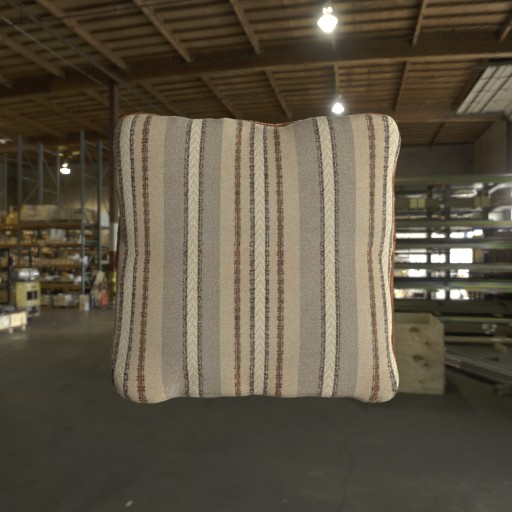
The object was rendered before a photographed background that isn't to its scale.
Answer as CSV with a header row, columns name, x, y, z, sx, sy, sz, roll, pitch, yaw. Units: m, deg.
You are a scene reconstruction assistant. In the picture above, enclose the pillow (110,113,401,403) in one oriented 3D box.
name,x,y,z,sx,sy,sz,roll,pitch,yaw
pillow,0.000,0.000,0.747,0.489,0.490,0.130,0,-1,0
